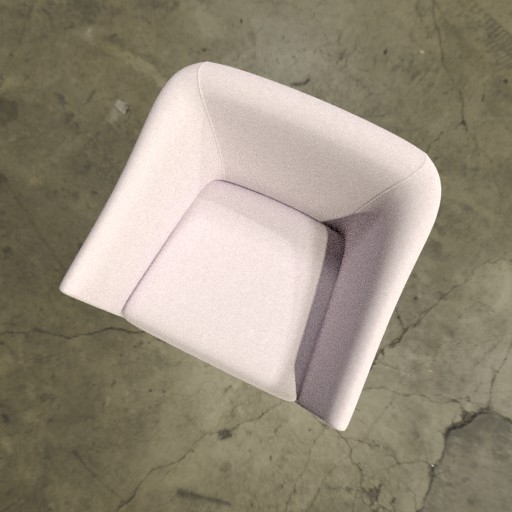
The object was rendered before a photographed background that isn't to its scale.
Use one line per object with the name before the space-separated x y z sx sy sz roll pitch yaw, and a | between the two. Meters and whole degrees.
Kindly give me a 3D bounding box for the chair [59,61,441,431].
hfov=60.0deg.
chair | 0.000 0.000 1.352 0.790 0.720 0.700 25 77 6
